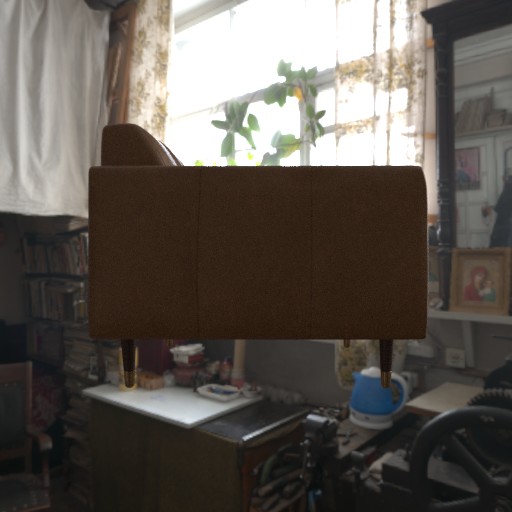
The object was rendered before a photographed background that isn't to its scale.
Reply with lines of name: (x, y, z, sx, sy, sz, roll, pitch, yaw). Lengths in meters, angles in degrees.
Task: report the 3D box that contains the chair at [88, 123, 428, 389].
chair: (0.000, 0.000, 1.686, 0.998, 0.819, 0.953, 0, 0, 0)
